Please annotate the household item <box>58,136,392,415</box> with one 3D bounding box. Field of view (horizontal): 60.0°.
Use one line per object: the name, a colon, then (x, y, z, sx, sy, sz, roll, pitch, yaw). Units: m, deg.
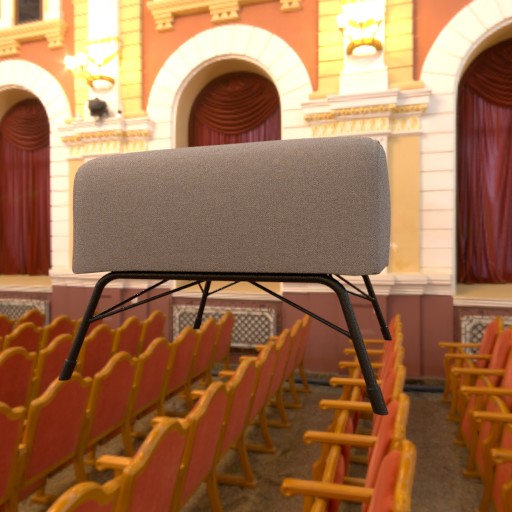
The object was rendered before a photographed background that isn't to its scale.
household item: (0.000, 0.000, 0.907, 0.530, 0.410, 0.530, 0, 1, 18)
